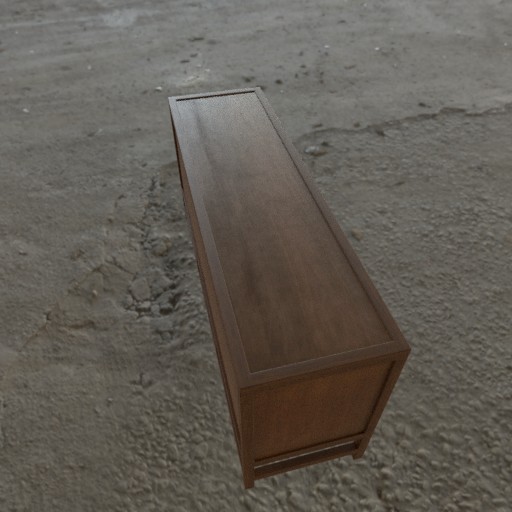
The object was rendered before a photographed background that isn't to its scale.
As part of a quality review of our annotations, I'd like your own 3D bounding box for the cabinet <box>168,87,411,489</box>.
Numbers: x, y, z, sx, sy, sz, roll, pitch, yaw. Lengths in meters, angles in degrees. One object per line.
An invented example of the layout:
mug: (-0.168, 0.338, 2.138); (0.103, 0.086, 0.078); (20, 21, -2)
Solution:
cabinet: (0.000, 0.000, 2.083); (0.522, 0.820, 1.708); (-10, 47, -10)
